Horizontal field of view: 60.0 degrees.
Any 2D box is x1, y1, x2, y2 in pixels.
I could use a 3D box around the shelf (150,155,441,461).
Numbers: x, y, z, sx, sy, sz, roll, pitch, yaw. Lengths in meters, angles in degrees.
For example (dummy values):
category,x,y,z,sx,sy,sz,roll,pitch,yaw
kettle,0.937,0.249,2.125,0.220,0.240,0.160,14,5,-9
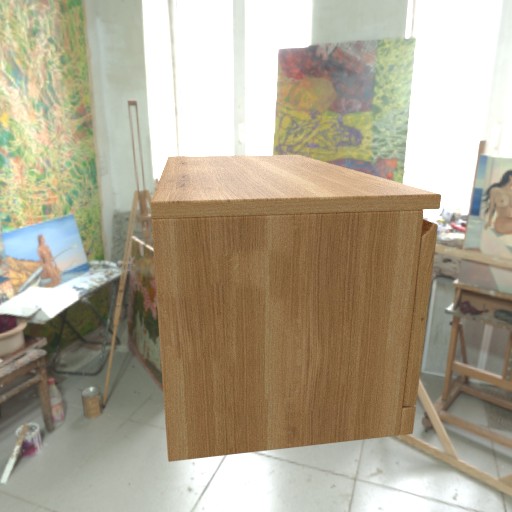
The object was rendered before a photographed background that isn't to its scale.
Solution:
category,x,y,z,sx,sy,sz,roll,pitch,yaw
shelf,0.000,0.000,1.026,0.400,0.400,0.800,-3,17,-9
